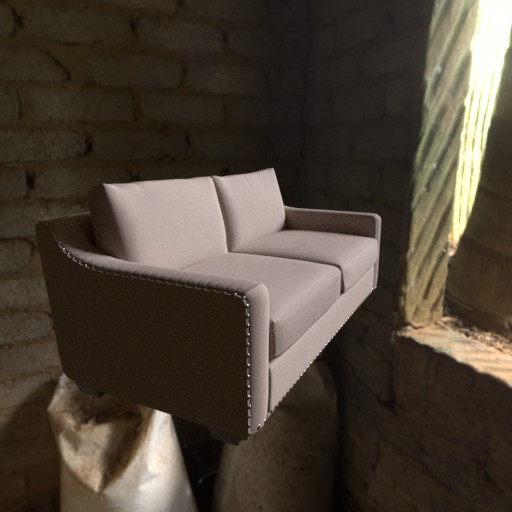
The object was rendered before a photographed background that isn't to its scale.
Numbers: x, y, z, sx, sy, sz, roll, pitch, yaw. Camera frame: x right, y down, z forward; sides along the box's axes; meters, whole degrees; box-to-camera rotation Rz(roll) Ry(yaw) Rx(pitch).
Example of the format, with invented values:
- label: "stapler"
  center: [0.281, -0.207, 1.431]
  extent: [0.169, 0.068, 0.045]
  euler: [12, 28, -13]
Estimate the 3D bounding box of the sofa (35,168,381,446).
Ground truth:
- label: "sofa"
  center: [0.000, 0.000, 2.492]
  extent: [1.030, 0.901, 1.967]
  euler: [7, 15, 26]
